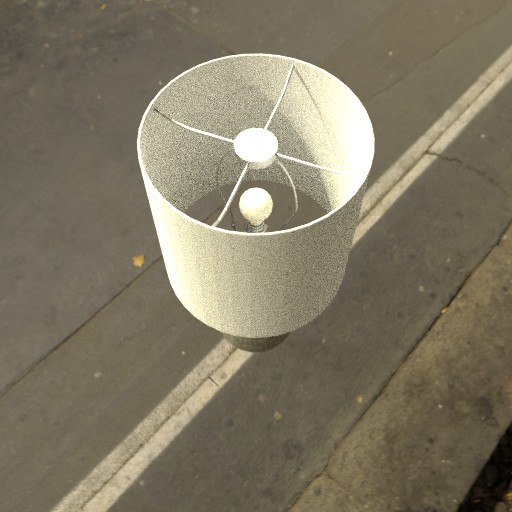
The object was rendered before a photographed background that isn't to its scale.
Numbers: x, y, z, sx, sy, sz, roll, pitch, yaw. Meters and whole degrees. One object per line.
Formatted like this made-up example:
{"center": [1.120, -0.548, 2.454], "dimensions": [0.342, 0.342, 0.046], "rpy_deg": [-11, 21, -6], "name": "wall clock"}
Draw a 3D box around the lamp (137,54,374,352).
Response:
{"center": [0.000, 0.000, 0.471], "dimensions": [0.186, 0.369, 0.186], "rpy_deg": [0, 63, 0], "name": "lamp"}
